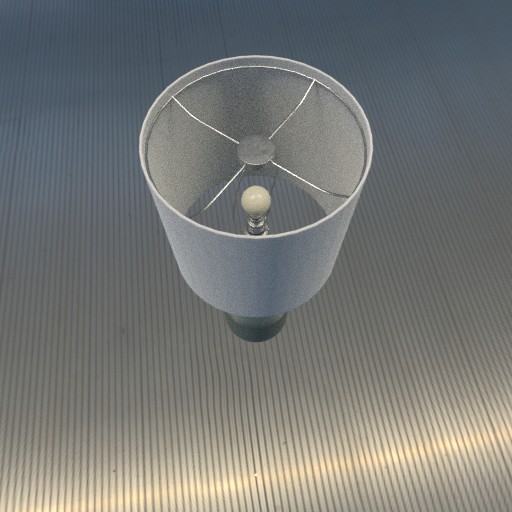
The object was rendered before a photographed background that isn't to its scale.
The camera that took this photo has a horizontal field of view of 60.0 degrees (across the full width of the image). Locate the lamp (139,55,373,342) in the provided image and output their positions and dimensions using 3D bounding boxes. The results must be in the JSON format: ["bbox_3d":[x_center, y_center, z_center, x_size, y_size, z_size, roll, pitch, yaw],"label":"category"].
[{"bbox_3d":[0.000,0.000,0.624,0.212,0.493,0.212,33,68,15],"label":"lamp"}]
